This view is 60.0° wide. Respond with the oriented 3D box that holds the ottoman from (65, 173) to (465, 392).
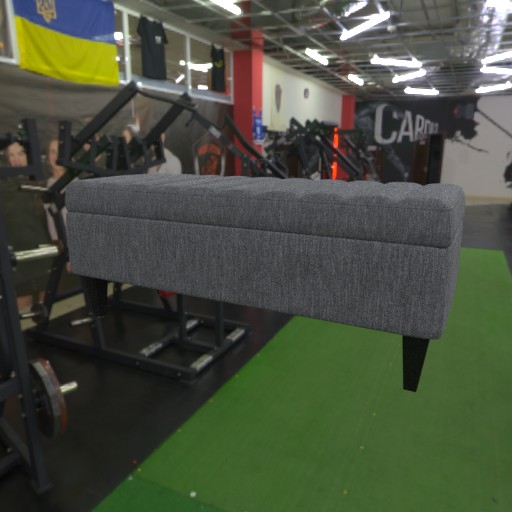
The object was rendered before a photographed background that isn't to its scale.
[{"bbox_3d":[0.000,0.000,1.398,1.151,0.469,0.482,7,16,27],"label":"ottoman"}]
